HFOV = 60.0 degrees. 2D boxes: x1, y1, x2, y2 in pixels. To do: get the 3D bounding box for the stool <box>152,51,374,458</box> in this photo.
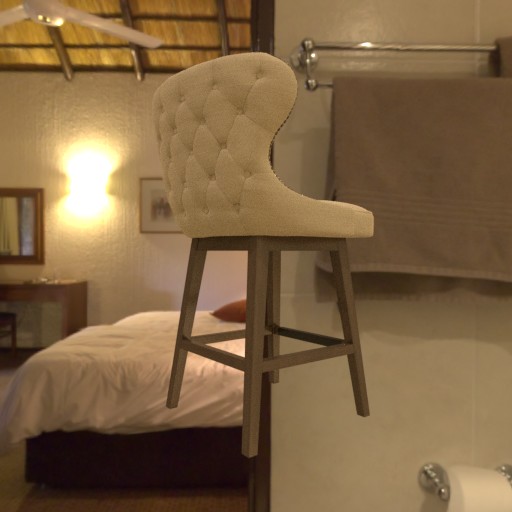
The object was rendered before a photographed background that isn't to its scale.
[{"bbox_3d":[0.000,0.000,1.362,0.597,0.972,0.615,-1,1,-38],"label":"stool"}]
